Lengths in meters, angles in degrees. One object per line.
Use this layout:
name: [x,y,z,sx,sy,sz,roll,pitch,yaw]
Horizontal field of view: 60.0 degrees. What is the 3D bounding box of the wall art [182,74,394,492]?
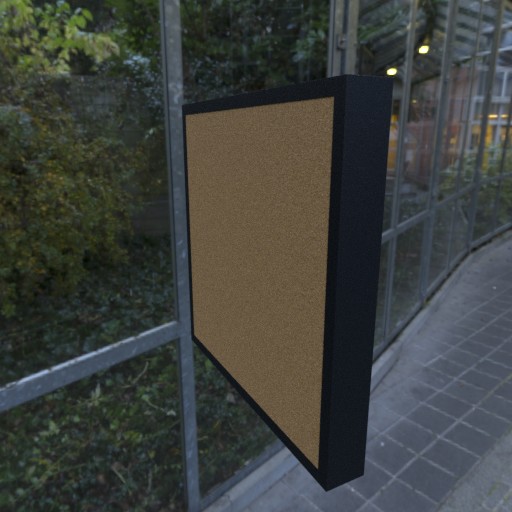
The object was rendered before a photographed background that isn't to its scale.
wall art: [0.000,0.000,0.444,0.038,0.304,0.305,-8,17,-27]
